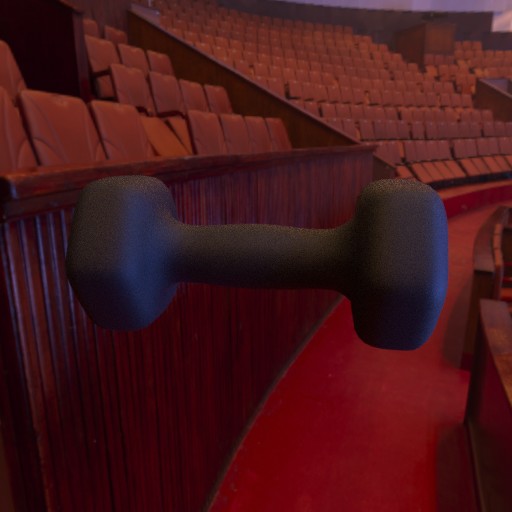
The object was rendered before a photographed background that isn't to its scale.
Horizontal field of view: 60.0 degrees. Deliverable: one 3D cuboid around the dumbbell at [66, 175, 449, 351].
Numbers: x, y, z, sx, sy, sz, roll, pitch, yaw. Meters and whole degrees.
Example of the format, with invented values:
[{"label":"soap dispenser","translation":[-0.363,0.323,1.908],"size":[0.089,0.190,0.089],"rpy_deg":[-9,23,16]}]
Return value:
[{"label":"dumbbell","translation":[0.000,0.000,0.294],"size":[0.231,0.101,0.112],"rpy_deg":[3,16,9]}]
